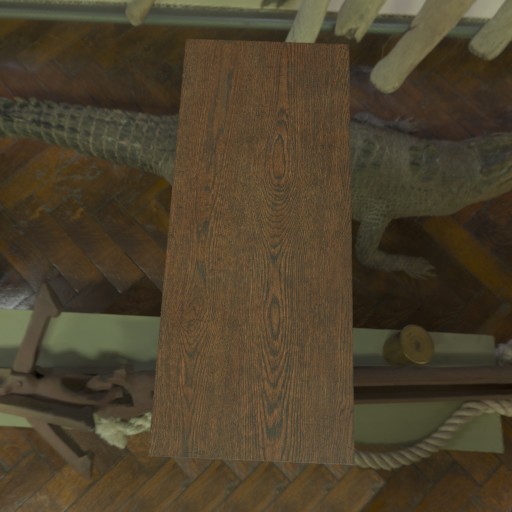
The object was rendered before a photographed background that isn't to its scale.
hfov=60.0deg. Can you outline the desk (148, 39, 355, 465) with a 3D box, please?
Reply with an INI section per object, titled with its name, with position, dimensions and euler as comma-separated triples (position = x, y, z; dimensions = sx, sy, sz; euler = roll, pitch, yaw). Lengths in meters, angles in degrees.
[desk]
position = 0.000, 0.000, 1.799
dimensions = 0.610, 0.792, 1.384
euler = 2, 76, 1
